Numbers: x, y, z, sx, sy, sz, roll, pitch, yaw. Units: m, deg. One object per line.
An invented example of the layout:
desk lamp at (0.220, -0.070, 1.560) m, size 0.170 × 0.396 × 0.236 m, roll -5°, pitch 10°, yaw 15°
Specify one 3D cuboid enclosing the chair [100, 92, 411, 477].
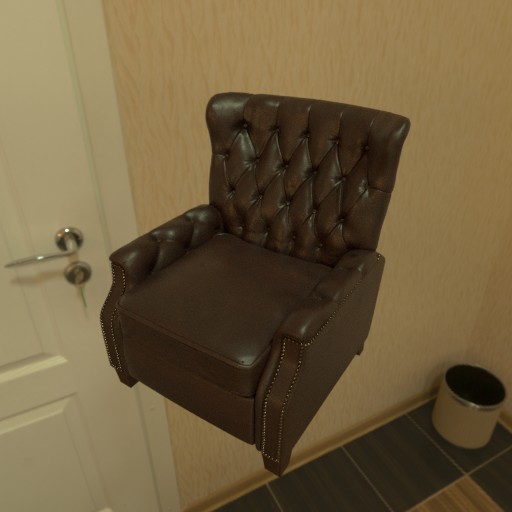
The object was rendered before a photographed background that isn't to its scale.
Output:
chair at (0.000, 0.000, 1.445) m, size 0.709 × 0.864 × 0.823 m, roll 19°, pitch 36°, yaw 28°
